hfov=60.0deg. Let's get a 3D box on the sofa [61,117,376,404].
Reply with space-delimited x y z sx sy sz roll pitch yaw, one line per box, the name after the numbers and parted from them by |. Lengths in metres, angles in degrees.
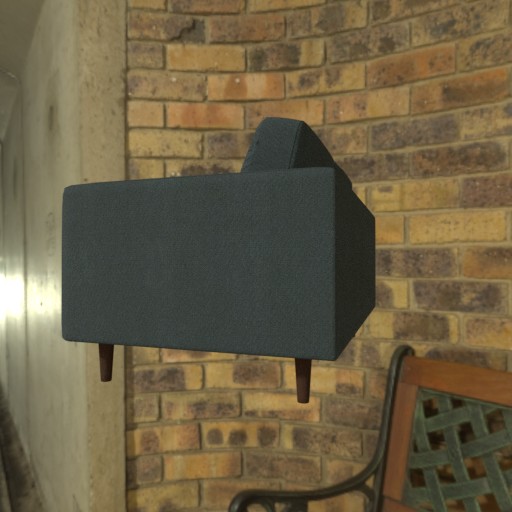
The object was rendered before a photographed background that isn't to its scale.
0.000 0.000 2.115 0.999 0.930 1.518 0 0 19 | sofa
